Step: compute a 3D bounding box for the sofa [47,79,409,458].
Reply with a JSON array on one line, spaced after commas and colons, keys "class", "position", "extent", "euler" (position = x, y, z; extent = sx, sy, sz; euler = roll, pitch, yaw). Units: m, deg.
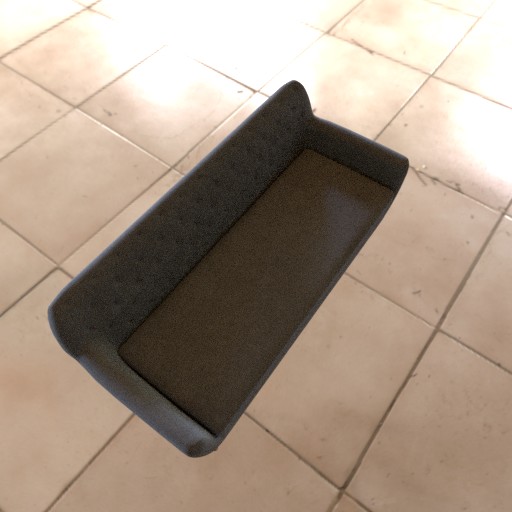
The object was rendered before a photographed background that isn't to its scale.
[{"class": "sofa", "position": [0.000, 0.000, 2.397], "extent": [0.830, 0.830, 1.970], "euler": [32, 63, 18]}]
